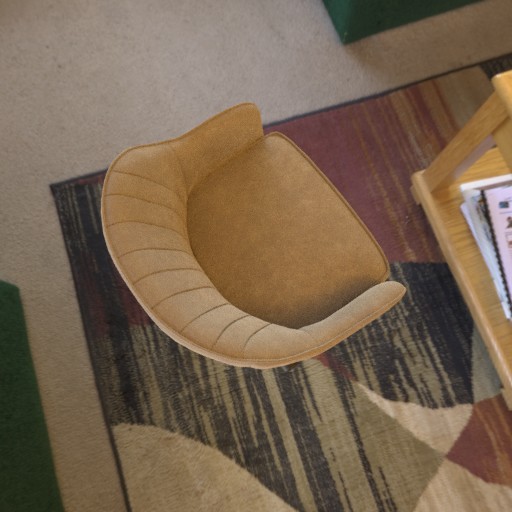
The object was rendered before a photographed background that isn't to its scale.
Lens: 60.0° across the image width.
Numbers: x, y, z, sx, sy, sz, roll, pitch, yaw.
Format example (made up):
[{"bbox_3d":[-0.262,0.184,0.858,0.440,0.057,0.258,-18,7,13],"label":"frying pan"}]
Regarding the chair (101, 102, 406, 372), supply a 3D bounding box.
[{"bbox_3d":[0.000,0.000,1.221,0.573,0.831,0.635,-35,78,-8],"label":"chair"}]
